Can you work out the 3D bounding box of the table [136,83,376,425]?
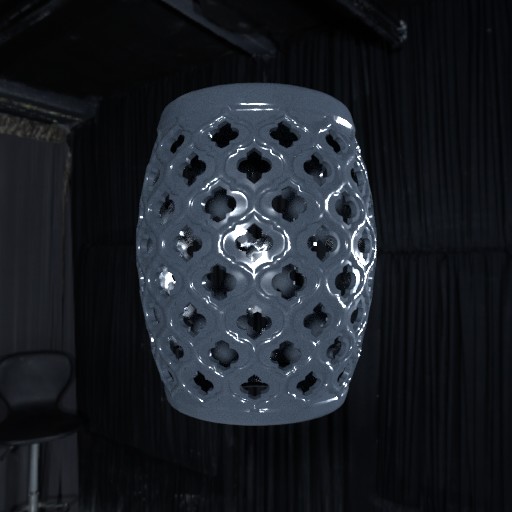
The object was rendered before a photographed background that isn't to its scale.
[{"bbox_3d":[0.000,0.000,0.621,0.325,0.388,0.325,0,-1,0],"label":"table"}]
